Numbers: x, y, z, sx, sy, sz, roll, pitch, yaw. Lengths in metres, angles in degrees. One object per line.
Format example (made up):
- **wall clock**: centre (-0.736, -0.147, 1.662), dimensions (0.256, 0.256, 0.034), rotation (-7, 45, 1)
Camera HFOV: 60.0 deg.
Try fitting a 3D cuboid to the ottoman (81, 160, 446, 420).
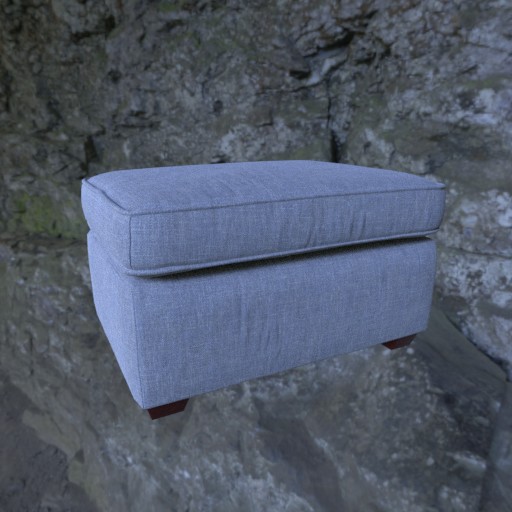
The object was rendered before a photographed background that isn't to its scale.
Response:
- **ottoman**: centre (0.000, 0.000, 1.125), dimensions (0.762, 0.457, 0.559), rotation (-8, 18, -26)
